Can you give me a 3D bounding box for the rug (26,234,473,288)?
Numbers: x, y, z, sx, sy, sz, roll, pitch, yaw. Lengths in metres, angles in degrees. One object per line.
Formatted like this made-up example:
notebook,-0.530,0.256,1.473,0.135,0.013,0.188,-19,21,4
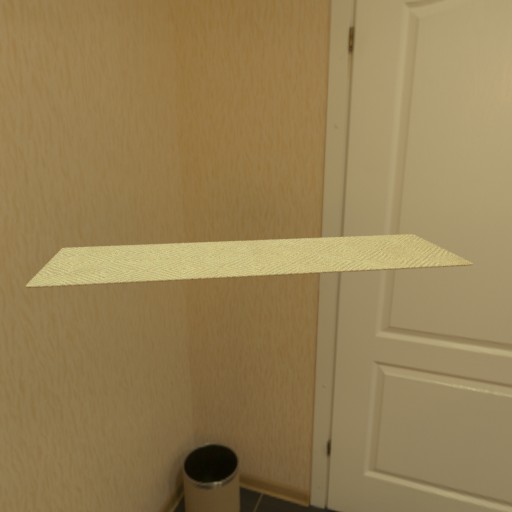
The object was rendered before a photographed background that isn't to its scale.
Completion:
rug,0.000,0.000,2.541,2.277,0.008,0.676,-3,17,-8
